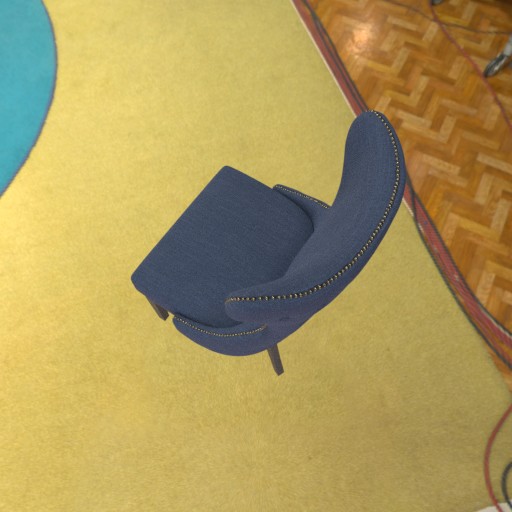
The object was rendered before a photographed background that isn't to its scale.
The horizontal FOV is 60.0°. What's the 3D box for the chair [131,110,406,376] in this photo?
[{"bbox_3d":[0.000,0.000,1.405,0.635,0.967,0.628,31,68,14],"label":"chair"}]
